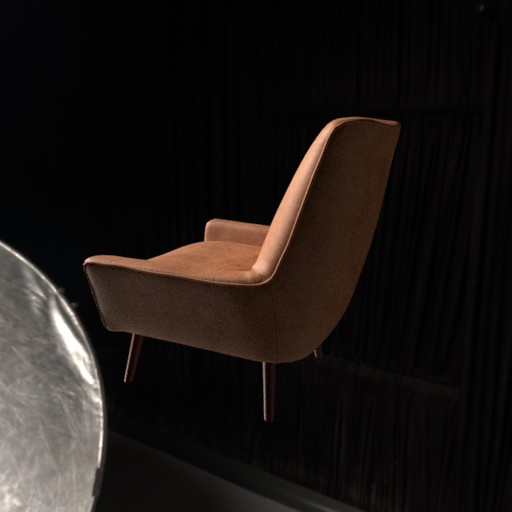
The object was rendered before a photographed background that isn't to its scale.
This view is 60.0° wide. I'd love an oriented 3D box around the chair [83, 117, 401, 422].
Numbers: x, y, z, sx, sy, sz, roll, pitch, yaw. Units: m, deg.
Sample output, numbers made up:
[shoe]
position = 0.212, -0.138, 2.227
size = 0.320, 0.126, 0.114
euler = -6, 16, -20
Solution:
[chair]
position = 0.000, 0.000, 1.499
size = 0.851, 0.883, 0.753
euler = 8, 18, 27
